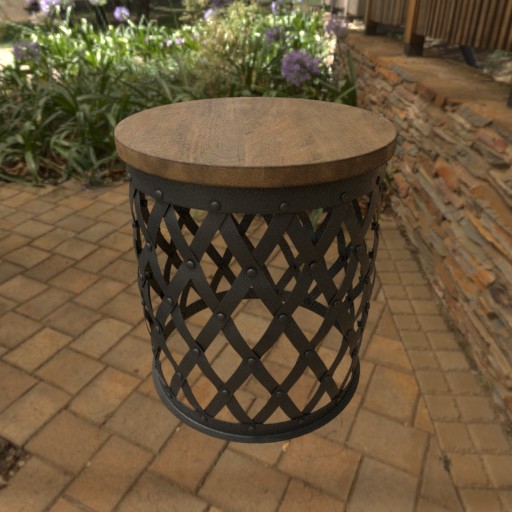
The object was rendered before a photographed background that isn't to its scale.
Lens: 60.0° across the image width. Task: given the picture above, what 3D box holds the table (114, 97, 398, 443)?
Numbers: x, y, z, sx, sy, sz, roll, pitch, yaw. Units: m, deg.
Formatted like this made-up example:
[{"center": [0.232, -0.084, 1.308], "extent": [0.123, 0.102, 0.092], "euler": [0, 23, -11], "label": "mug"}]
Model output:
[{"center": [0.000, 0.000, 0.766], "extent": [0.405, 0.454, 0.405], "euler": [0, 30, 0], "label": "table"}]
